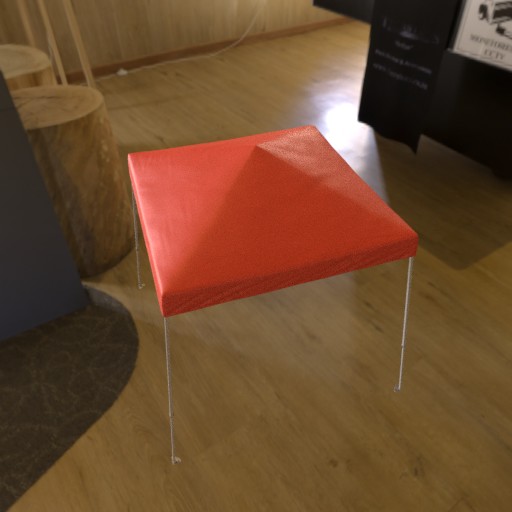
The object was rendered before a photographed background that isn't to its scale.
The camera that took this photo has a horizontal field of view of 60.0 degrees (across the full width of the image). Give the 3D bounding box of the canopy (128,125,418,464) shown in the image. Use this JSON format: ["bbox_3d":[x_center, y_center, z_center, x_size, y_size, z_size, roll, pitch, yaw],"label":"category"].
[{"bbox_3d":[0.000,0.000,5.188,2.850,2.850,2.849,-13,44,-14],"label":"canopy"}]
